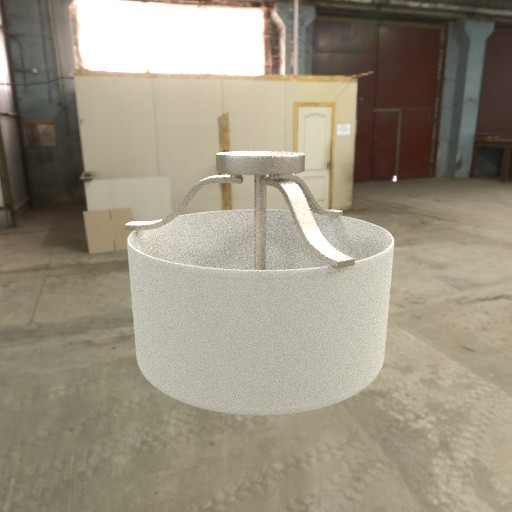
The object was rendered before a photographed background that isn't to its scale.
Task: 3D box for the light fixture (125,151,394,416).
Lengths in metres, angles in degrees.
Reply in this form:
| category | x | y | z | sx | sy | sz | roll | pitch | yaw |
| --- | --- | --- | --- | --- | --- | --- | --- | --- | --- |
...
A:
| category | x | y | z | sx | sy | sz | roll | pitch | yaw |
| --- | --- | --- | --- | --- | --- | --- | --- | --- | --- |
| light fixture | 0.000 | 0.000 | 0.670 | 0.395 | 0.304 | 0.395 | 0 | 16 | 0 |
